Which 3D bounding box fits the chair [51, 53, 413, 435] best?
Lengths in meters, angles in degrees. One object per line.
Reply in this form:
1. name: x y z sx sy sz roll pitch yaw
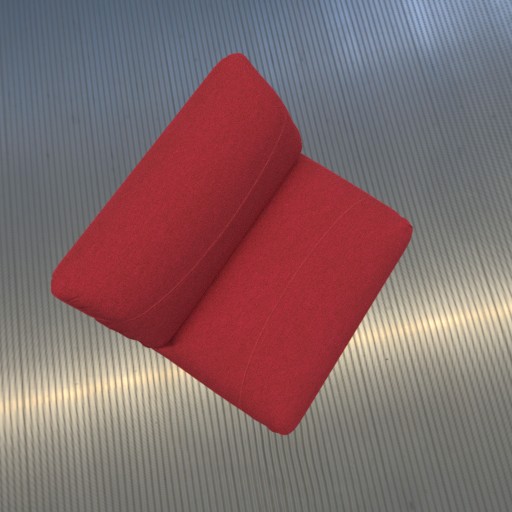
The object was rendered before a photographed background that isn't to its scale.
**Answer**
1. chair: 0.000 0.000 1.353 0.780 0.580 0.820 33 79 7
